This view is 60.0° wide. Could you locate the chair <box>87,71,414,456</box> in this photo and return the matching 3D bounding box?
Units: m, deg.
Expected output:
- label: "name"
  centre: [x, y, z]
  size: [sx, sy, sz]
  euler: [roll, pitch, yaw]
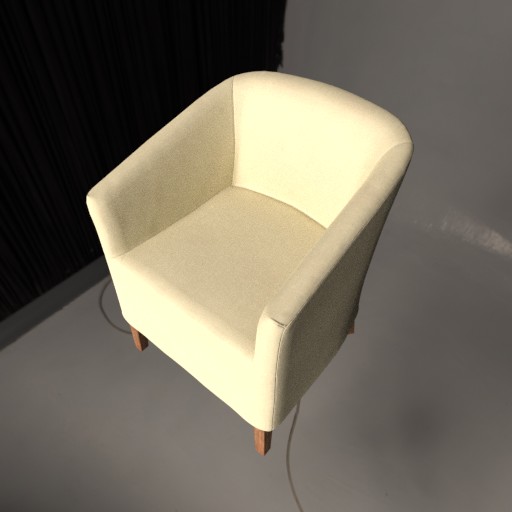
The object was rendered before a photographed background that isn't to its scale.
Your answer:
- label: "chair"
  centre: [0.000, 0.000, 1.322]
  size: [0.643, 0.822, 0.657]
  euler: [31, 53, 27]
